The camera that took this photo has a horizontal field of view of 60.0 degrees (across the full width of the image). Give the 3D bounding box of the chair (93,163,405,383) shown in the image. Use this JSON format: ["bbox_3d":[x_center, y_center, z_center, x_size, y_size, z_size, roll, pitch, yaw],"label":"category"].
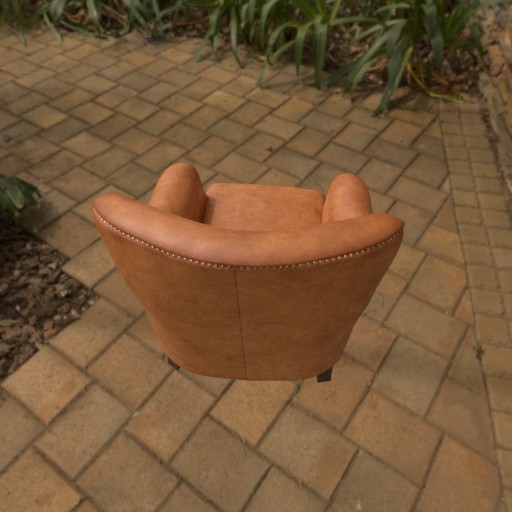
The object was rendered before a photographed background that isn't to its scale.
[{"bbox_3d":[0.000,0.000,1.684,0.861,0.936,0.921,5,46,4],"label":"chair"}]
